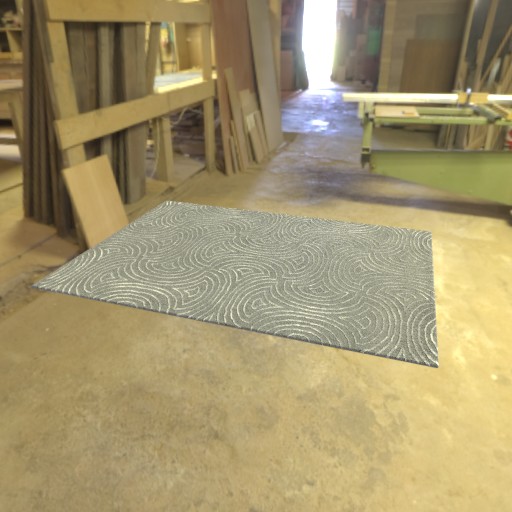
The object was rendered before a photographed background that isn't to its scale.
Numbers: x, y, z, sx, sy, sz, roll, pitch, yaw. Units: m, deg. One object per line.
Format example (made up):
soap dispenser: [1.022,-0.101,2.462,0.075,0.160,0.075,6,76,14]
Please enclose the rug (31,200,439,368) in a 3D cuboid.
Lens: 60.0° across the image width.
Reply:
rug: [0.000,0.000,2.835,2.144,0.015,1.543,8,27,17]
